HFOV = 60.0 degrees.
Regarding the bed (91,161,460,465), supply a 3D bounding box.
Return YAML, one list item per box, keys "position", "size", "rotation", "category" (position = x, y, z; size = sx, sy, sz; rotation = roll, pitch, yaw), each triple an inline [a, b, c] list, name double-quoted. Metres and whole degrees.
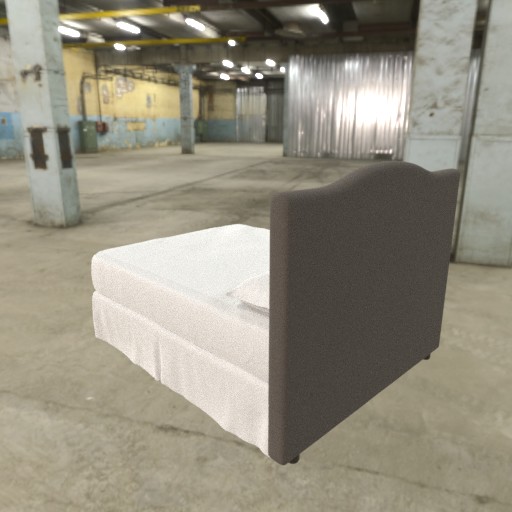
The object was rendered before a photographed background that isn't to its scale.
- position: [0.000, 0.000, 3.091]
  size: [1.666, 1.387, 2.036]
  rotation: [-15, 22, -43]
  category: "bed"
